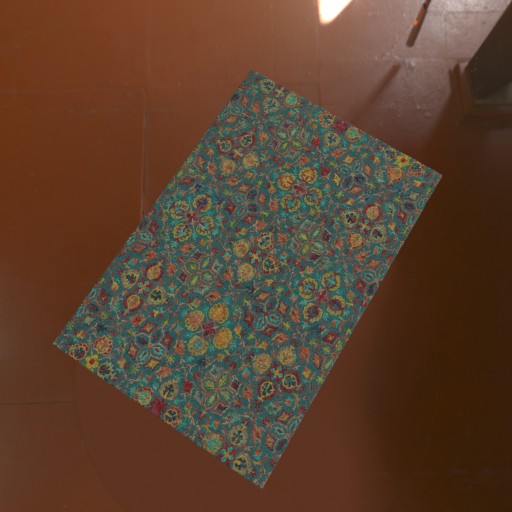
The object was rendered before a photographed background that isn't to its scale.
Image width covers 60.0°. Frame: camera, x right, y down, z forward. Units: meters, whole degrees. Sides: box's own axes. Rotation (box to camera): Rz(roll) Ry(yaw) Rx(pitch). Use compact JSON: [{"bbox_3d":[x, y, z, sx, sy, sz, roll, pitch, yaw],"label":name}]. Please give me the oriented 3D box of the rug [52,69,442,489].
[{"bbox_3d":[0.000,0.000,2.858,1.527,0.016,2.290,32,79,7],"label":"rug"}]
